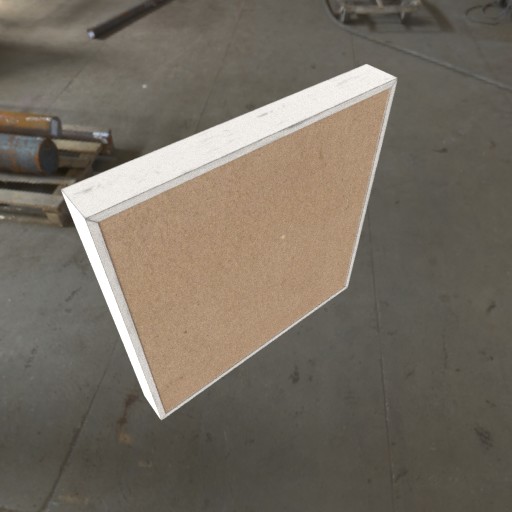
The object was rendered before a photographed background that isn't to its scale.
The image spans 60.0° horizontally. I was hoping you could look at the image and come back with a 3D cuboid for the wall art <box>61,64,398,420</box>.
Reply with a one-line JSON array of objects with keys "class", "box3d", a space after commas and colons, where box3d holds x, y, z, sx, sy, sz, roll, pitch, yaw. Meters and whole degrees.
[{"class": "wall art", "box3d": [0.000, 0.000, 0.463, 0.305, 0.305, 0.038, -31, 54, -25]}]
